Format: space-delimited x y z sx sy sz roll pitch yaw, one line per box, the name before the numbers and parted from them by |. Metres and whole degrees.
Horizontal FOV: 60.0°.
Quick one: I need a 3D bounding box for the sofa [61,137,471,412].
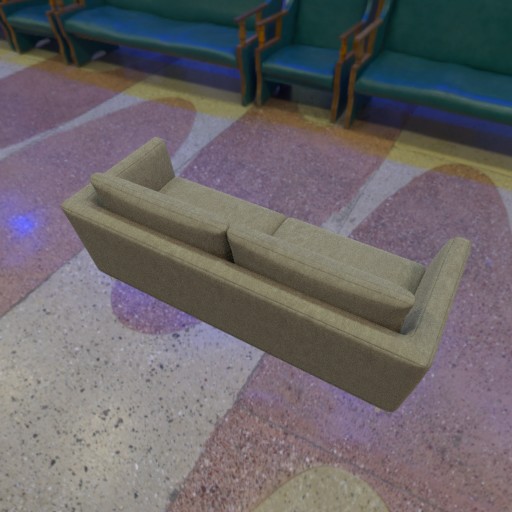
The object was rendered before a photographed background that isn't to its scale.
sofa | 0.000 0.000 2.596 2.121 0.864 0.889 22 49 20
